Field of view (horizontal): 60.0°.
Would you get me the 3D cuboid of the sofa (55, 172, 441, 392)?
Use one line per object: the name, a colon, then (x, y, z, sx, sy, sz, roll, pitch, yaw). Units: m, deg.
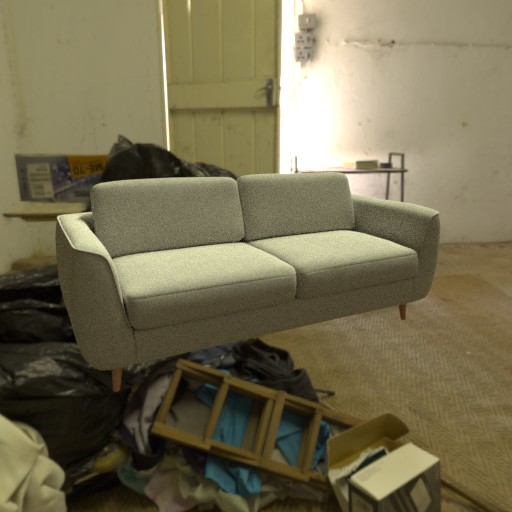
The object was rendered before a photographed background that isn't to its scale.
sofa: (0.000, 0.000, 2.467, 2.000, 0.850, 0.920, -8, 17, -26)
